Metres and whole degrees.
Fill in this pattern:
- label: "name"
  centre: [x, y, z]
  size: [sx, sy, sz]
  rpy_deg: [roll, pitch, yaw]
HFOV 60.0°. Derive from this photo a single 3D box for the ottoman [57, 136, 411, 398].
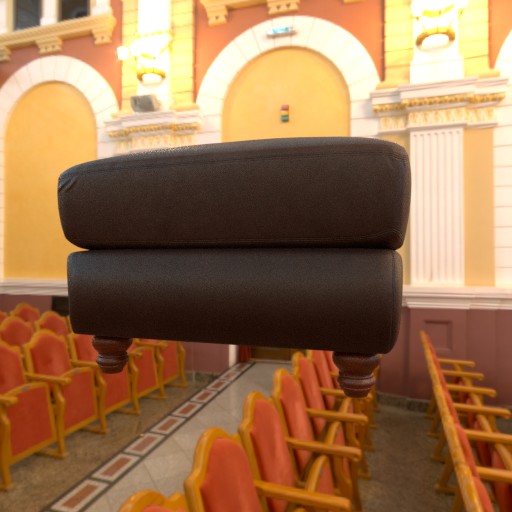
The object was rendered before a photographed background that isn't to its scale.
- label: "ottoman"
  centre: [0.000, 0.000, 1.225]
  size: [0.806, 0.569, 0.670]
  rpy_deg: [0, 0, 18]
